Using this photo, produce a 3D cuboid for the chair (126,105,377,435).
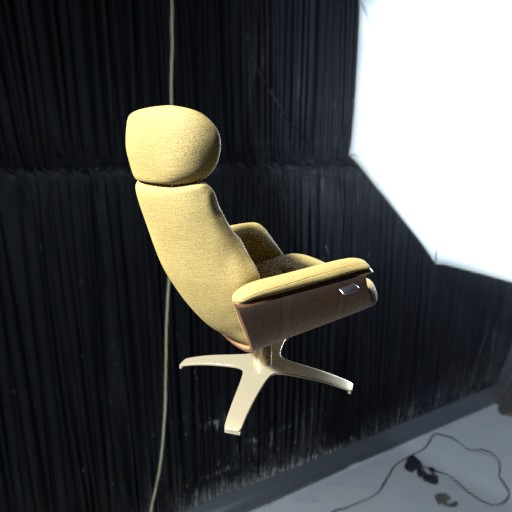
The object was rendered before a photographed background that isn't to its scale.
[{"bbox_3d":[0.000,0.000,1.601,0.837,0.995,0.785,-8,16,-27],"label":"chair"}]
